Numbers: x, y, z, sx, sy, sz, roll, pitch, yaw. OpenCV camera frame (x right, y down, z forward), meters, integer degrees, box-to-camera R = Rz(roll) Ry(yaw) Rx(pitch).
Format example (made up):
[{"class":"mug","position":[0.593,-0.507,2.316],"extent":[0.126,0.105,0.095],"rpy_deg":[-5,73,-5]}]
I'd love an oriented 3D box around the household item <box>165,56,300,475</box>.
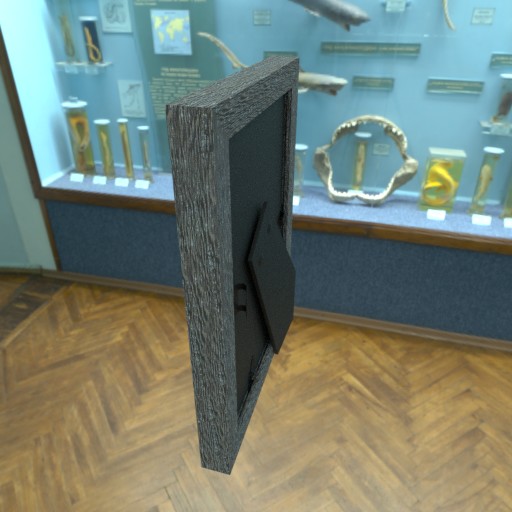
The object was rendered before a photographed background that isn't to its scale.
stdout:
[{"class":"household item","position":[0.000,0.000,0.235],"extent":[0.020,0.180,0.133],"rpy_deg":[8,31,14]}]
